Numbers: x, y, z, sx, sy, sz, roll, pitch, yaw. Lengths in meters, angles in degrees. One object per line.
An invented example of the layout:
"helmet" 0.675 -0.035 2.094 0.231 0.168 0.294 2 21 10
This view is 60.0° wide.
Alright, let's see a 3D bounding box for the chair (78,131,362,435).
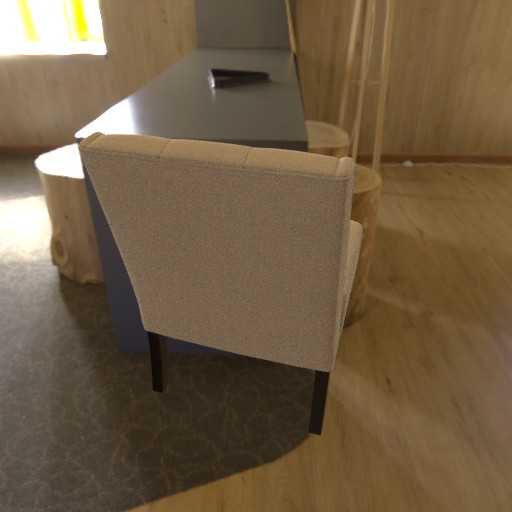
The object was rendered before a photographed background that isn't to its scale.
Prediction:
"chair" 0.000 0.000 1.310 0.569 0.853 0.676 10 33 15
